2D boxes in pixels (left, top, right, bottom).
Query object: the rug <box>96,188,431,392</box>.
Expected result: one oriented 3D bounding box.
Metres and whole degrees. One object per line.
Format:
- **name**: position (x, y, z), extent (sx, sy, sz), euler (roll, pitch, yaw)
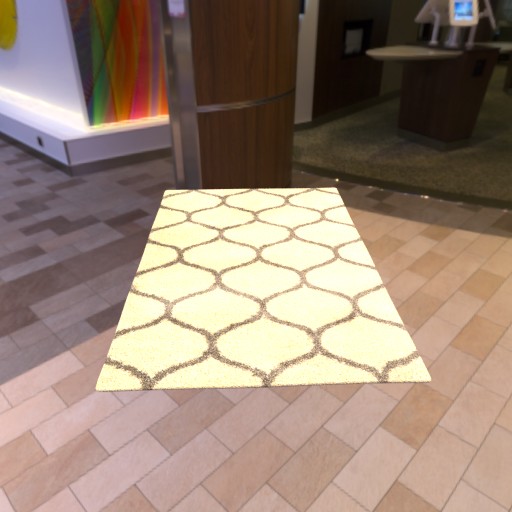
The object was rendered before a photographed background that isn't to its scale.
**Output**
- **rug**: position (0.000, 0.000, 3.510), extent (1.801, 0.026, 2.701), euler (-1, 31, -2)
